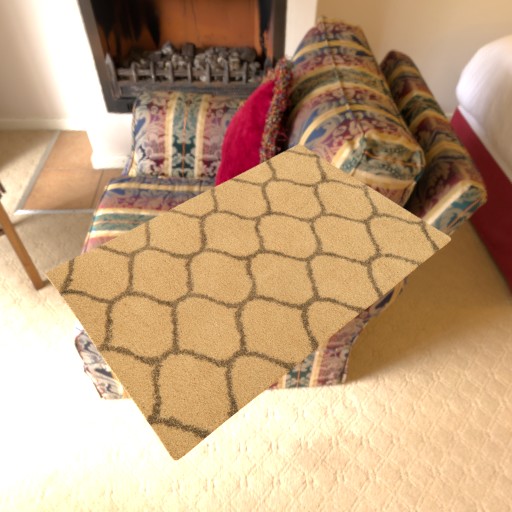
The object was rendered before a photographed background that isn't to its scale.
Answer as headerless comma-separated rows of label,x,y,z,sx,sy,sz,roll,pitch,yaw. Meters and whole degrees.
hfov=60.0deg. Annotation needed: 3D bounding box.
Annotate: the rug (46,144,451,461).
rug,0.000,0.000,3.511,2.701,0.026,1.801,-32,55,-26
